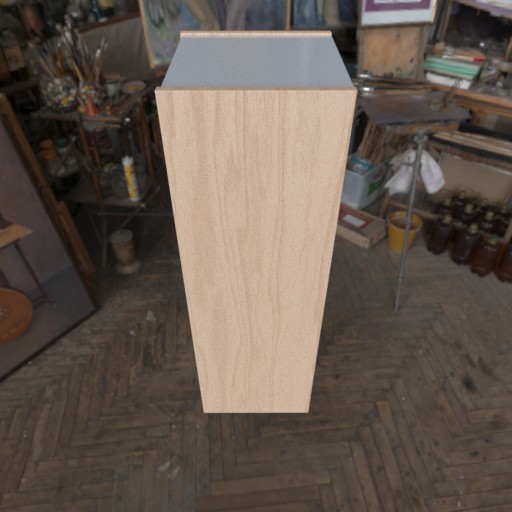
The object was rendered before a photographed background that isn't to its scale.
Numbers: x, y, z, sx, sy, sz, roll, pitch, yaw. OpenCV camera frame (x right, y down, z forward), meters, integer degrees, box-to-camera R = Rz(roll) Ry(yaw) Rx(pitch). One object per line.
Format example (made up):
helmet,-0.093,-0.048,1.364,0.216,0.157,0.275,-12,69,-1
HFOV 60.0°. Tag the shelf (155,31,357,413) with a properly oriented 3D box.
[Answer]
shelf,0.000,0.000,1.045,0.290,0.900,0.300,0,42,0
